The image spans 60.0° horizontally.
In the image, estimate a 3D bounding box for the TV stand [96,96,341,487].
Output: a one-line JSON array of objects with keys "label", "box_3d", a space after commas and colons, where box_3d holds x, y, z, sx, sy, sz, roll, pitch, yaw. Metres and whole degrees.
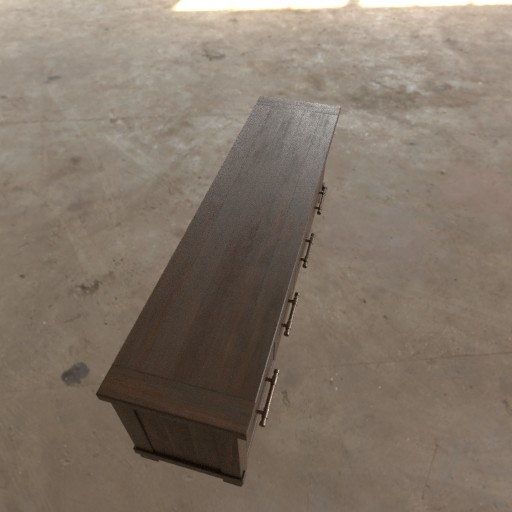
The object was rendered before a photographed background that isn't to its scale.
[{"label": "TV stand", "box_3d": [0.000, 0.000, 2.091, 0.471, 0.615, 1.866, 11, 48, 10]}]
